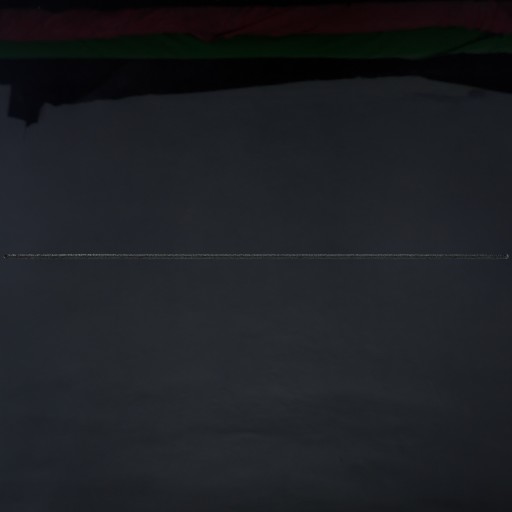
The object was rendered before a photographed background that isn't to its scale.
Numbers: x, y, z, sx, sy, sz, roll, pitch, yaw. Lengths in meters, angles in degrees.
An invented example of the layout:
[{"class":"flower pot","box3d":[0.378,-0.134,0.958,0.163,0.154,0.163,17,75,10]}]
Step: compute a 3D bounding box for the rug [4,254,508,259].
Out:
[{"class":"rug","box3d":[0.000,0.000,2.207,1.832,0.016,1.224,0,0,0]}]
